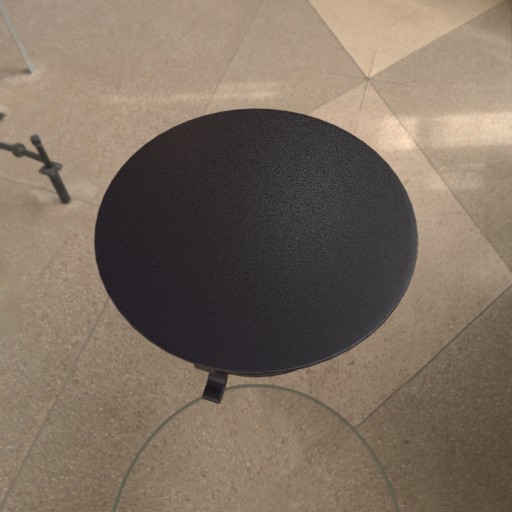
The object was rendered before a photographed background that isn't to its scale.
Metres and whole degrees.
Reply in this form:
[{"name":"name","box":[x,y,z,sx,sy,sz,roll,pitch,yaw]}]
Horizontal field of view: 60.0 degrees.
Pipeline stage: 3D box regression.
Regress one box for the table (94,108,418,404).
[{"name":"table","box":[0.000,0.000,1.630,1.029,0.491,1.029,0,58,0]}]
